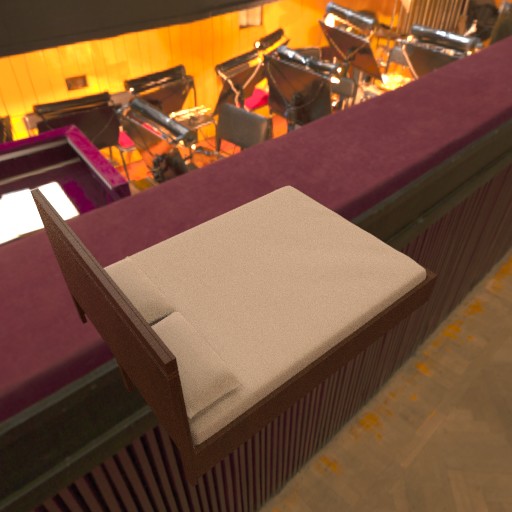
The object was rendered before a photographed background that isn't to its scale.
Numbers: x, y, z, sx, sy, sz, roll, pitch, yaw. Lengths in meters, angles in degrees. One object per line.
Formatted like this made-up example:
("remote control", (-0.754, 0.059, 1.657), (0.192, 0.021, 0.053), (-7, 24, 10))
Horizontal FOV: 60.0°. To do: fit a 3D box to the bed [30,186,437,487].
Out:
("bed", (0.000, 0.000, 3.123), (2.221, 1.169, 1.613), (-28, 48, -28))
